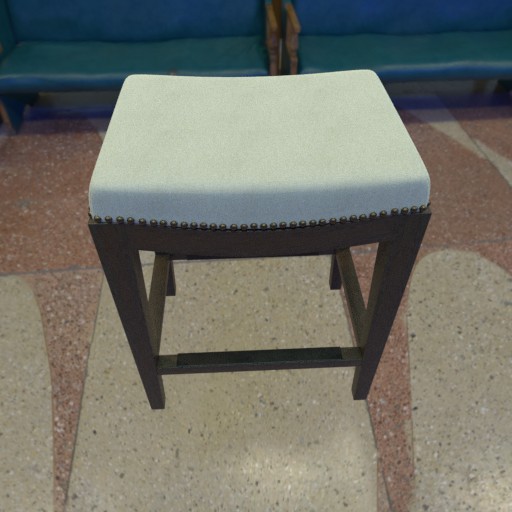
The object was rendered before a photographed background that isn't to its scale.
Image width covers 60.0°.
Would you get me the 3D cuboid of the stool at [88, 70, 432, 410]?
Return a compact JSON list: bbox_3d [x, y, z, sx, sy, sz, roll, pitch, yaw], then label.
[{"bbox_3d":[0.000,0.000,0.926,0.500,0.642,0.361,-2,47,-2],"label":"stool"}]
